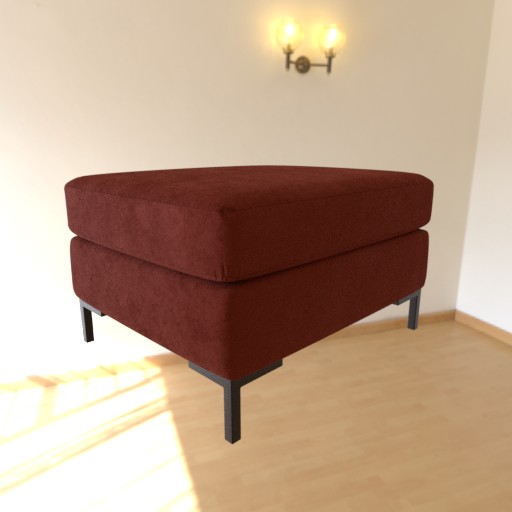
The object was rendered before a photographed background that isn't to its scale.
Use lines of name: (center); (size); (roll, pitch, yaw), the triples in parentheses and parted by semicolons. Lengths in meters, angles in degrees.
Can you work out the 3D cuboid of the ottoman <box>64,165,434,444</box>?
ottoman: (0.000, 0.000, 1.205); (0.650, 0.462, 0.782); (14, 20, 43)
